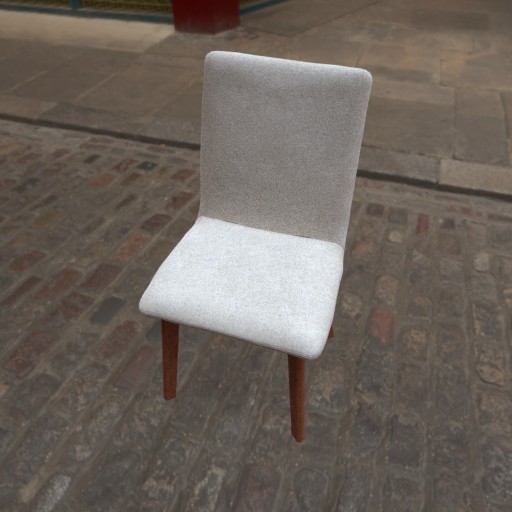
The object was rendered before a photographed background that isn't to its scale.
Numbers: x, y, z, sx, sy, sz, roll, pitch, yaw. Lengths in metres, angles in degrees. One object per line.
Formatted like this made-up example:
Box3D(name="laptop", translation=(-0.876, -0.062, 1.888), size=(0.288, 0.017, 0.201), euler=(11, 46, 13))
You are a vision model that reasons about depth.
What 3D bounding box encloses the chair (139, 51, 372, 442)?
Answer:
Box3D(name="chair", translation=(0.000, 0.000, 1.312), size=(0.522, 0.974, 0.563), euler=(12, 43, 14))
